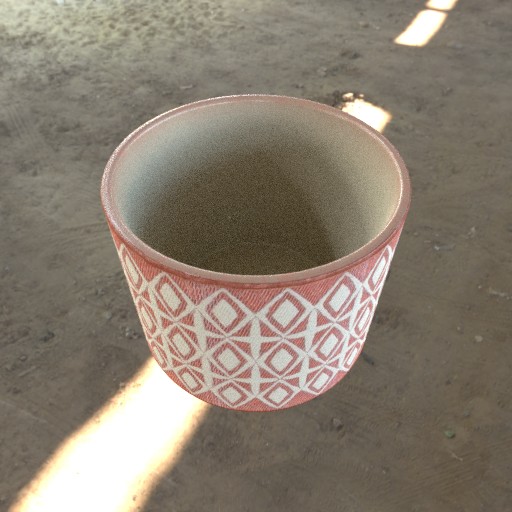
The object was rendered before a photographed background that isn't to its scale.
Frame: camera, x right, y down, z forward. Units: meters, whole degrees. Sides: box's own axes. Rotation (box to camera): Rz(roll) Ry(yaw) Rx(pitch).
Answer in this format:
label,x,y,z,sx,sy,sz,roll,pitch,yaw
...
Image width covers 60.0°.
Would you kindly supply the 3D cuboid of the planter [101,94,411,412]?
label,x,y,z,sx,sy,sz,roll,pitch,yaw
planter,0.000,0.000,0.485,0.273,0.237,0.273,0,47,0
